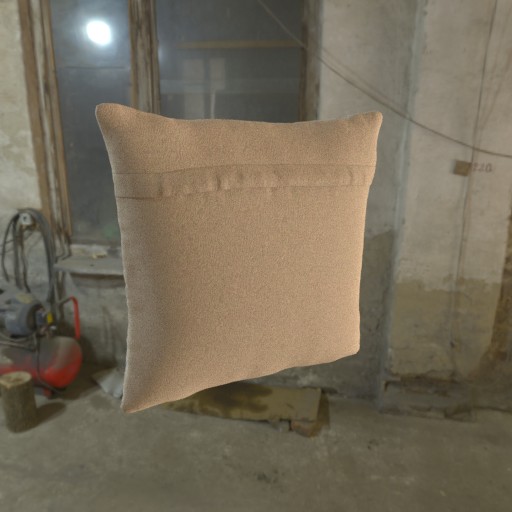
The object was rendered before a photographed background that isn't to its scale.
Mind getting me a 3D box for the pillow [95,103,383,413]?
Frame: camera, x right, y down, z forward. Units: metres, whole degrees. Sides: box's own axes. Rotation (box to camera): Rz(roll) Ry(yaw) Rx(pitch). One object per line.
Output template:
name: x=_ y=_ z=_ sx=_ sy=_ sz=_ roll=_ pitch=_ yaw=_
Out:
pillow: x=0.000 y=0.000 z=0.719 sx=0.459 sy=0.458 sz=0.181 roll=-7 pitch=17 yaw=-25
